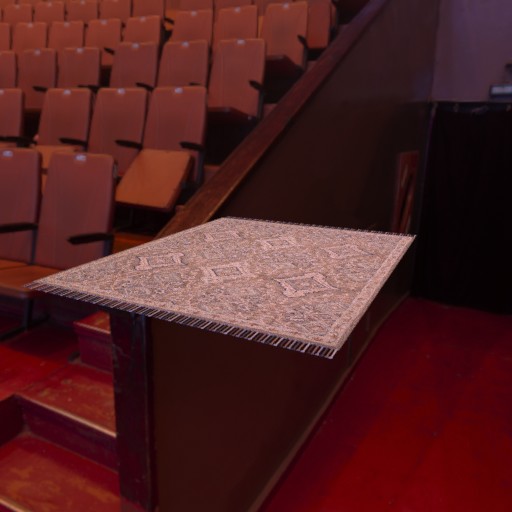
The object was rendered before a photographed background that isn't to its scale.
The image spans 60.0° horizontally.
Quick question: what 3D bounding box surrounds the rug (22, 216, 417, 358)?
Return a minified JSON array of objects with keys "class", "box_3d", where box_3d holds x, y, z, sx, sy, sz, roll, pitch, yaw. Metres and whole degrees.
[{"class":"rug","box_3d":[0.000,0.000,4.120,2.437,0.010,3.056,8,18,26]}]
